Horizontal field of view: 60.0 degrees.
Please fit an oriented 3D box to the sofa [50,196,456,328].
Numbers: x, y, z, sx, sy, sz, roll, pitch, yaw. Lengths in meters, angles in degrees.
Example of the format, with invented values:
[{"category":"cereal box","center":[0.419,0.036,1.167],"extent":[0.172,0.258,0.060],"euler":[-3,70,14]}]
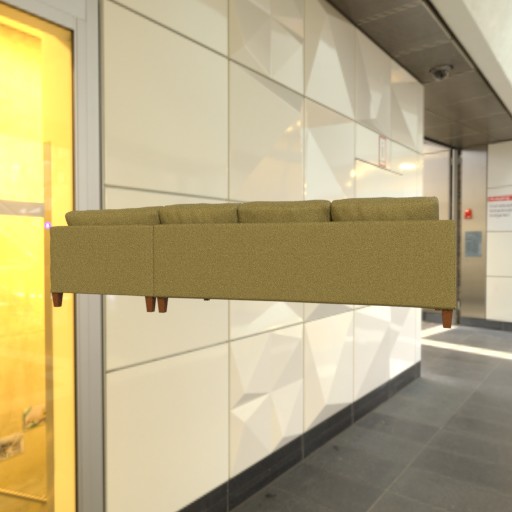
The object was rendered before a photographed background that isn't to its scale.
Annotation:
[{"category":"sofa","center":[0.000,0.000,4.023],"extent":[3.186,0.861,1.625],"euler":[0,1,19]}]
